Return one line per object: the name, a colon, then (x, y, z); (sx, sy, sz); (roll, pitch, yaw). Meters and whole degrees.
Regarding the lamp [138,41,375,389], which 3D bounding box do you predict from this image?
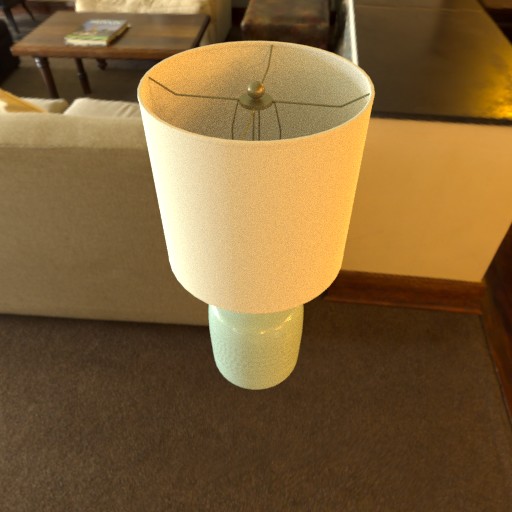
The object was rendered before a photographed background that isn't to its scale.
lamp: (0.000, 0.000, 1.098); (0.418, 0.871, 0.418); (-32, 53, -28)
